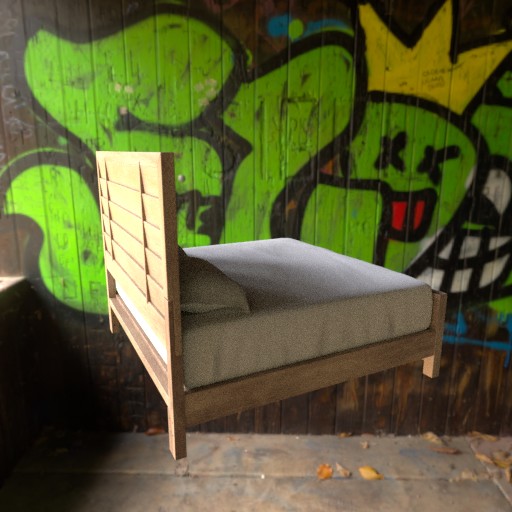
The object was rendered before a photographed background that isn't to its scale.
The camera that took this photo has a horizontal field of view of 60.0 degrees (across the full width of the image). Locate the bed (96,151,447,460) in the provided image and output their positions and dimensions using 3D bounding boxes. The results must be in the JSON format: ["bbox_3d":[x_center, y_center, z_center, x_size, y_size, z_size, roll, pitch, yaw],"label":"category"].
[{"bbox_3d":[0.000,0.000,3.537,2.032,1.626,2.032,-7,15,-26],"label":"bed"}]
